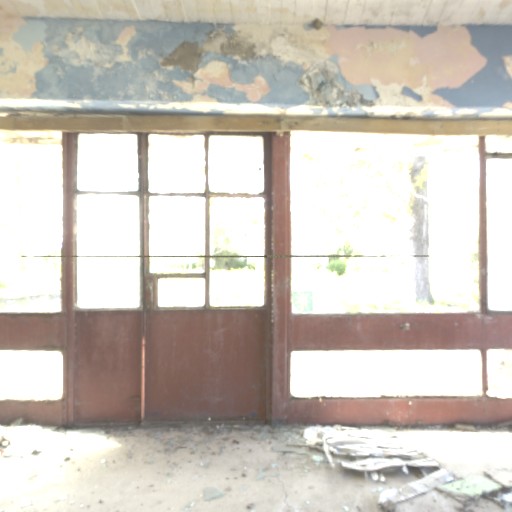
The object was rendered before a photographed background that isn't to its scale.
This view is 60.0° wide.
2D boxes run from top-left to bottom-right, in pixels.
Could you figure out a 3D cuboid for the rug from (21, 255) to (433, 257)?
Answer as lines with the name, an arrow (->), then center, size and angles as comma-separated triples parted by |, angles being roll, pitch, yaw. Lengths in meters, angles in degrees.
rug -> 0.000, 0.000, 4.219 | 2.437, 0.014, 3.201 | 0, 0, 36
